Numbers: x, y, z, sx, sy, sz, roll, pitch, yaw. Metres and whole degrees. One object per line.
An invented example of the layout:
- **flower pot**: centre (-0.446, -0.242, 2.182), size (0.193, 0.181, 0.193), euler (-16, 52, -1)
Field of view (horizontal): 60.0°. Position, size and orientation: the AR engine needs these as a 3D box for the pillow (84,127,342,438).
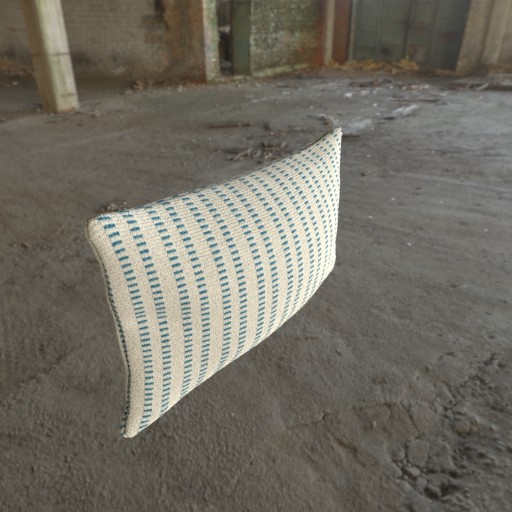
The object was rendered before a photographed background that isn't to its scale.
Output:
- **pillow**: centre (0.000, 0.000, 0.799), size (0.210, 0.353, 0.640), euler (18, 33, 31)
